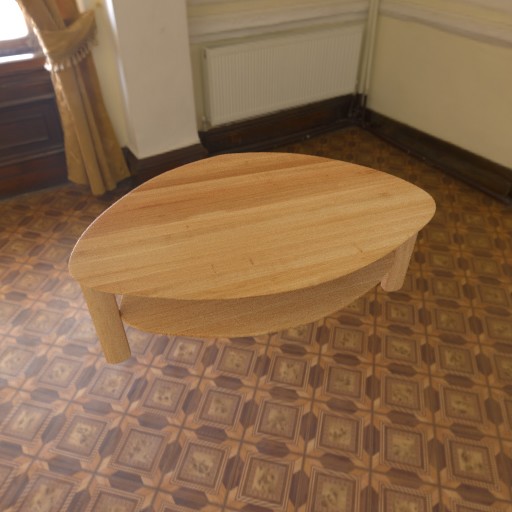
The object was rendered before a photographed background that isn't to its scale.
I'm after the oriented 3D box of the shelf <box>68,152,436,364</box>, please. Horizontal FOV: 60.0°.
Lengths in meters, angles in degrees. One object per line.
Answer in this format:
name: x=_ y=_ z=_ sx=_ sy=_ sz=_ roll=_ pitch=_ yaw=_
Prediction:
shelf: x=0.000 y=0.000 z=1.682 sx=1.246 sy=0.440 sz=0.845 roll=-12 pitch=41 yaw=-14
